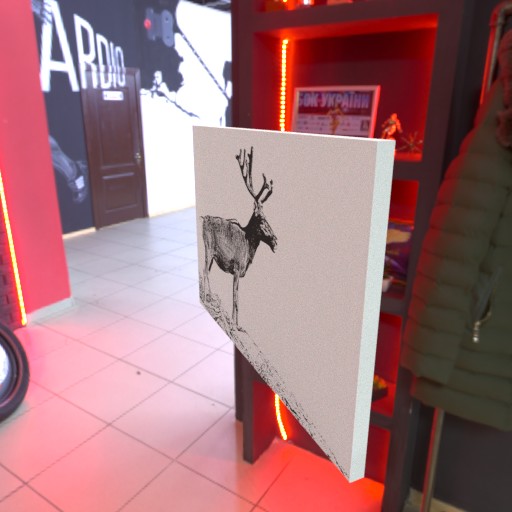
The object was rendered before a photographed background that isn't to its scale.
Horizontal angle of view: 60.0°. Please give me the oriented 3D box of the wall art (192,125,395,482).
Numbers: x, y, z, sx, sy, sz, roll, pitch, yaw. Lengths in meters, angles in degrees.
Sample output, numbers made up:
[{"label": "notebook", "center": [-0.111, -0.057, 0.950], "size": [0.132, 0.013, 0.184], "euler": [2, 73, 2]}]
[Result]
[{"label": "wall art", "center": [0.000, 0.000, 1.127], "size": [0.033, 0.617, 0.906], "euler": [-8, 20, -23]}]
